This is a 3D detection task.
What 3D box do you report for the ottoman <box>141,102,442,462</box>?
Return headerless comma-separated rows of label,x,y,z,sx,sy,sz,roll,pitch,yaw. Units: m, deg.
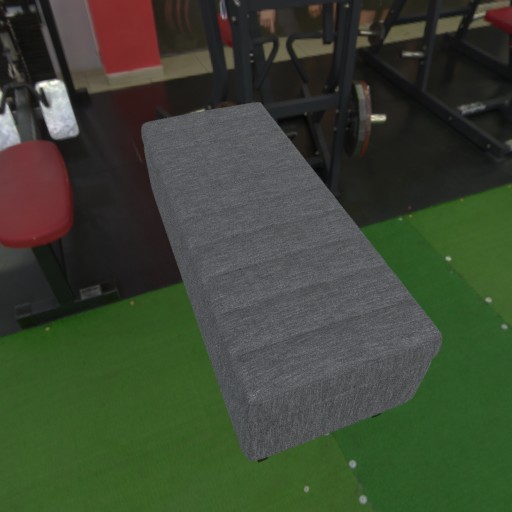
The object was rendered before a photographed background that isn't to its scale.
ottoman,0.000,0.000,1.432,0.482,0.469,1.151,-15,48,-14
